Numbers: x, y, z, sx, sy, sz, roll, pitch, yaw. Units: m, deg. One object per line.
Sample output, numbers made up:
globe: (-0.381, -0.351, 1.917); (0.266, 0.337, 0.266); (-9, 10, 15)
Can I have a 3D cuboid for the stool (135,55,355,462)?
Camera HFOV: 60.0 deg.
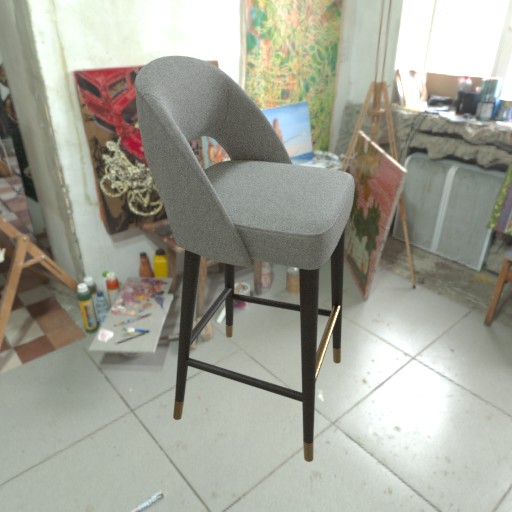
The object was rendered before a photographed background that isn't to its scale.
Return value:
stool: (0.000, 0.000, 1.279); (0.509, 1.037, 0.494); (10, 31, 17)
